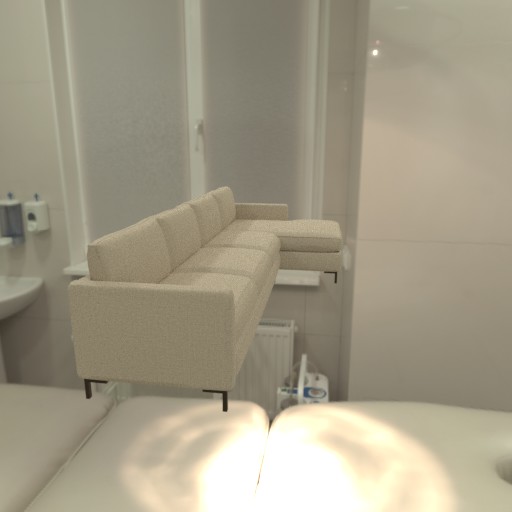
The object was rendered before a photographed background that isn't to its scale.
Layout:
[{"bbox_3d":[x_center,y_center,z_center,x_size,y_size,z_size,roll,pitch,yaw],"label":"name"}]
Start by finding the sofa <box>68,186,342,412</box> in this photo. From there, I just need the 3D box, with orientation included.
[{"bbox_3d":[0.000,0.000,3.159,1.258,0.755,2.731,2,15,9],"label":"sofa"}]
